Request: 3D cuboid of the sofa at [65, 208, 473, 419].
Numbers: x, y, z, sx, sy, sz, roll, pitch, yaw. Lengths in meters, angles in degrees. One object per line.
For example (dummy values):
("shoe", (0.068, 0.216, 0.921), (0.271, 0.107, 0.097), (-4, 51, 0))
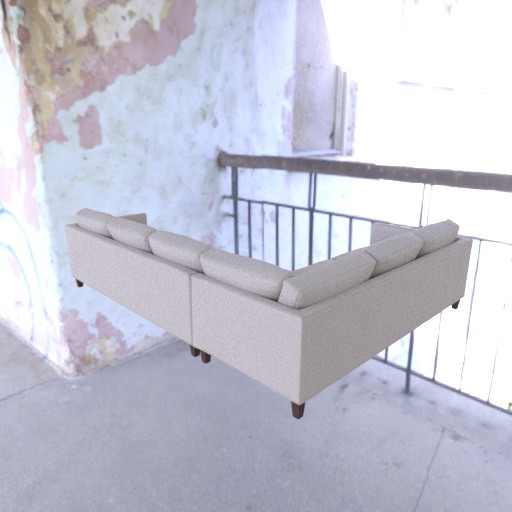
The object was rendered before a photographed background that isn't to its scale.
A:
("sofa", (0.000, 0.000, 4.361), (2.432, 0.863, 3.182), (-16, 23, -42))
